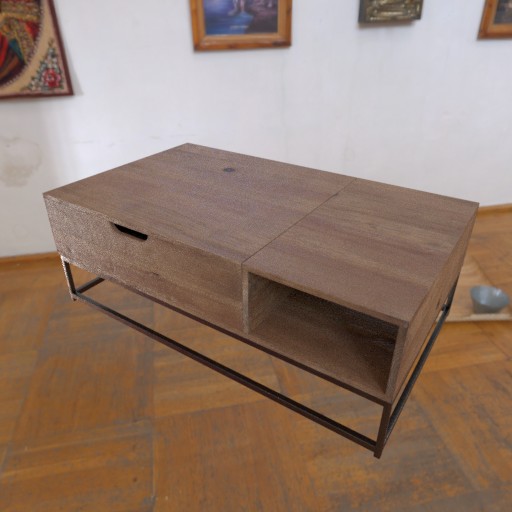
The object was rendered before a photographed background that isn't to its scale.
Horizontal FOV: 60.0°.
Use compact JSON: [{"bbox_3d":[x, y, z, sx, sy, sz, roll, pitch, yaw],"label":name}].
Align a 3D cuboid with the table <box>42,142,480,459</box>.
[{"bbox_3d":[0.000,0.000,1.392,1.101,0.395,0.655,19,35,29],"label":"table"}]
